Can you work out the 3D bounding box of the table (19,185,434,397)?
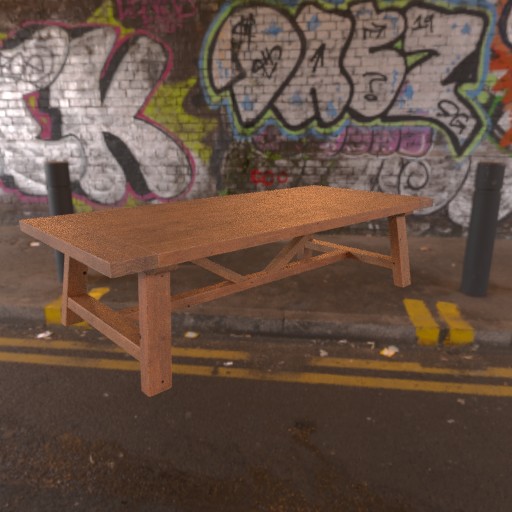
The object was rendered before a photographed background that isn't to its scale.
[{"bbox_3d":[0.000,0.000,2.116,1.800,0.465,0.820,-14,21,-41],"label":"table"}]
